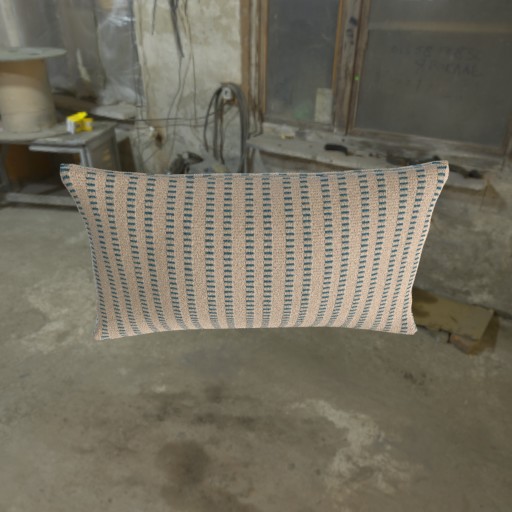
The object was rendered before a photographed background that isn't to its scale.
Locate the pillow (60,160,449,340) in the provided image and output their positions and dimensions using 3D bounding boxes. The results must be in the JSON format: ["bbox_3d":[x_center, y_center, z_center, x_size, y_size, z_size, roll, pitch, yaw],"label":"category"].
[{"bbox_3d":[0.000,0.000,0.805,0.640,0.353,0.210,-1,30,-2],"label":"pillow"}]
